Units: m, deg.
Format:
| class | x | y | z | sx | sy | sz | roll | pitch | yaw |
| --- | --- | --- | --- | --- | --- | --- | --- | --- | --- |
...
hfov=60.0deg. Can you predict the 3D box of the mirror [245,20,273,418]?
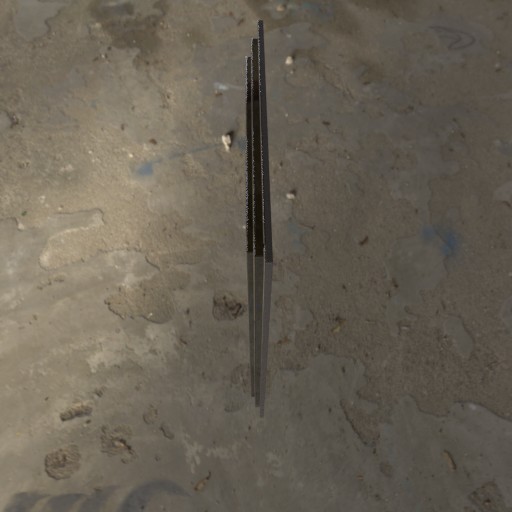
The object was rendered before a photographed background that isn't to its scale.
| class | x | y | z | sx | sy | sz | roll | pitch | yaw |
| --- | --- | --- | --- | --- | --- | --- | --- | --- | --- |
| mirror | 0.000 | 0.000 | 1.166 | 0.039 | 0.914 | 0.613 | -1 | 57 | 0 |
